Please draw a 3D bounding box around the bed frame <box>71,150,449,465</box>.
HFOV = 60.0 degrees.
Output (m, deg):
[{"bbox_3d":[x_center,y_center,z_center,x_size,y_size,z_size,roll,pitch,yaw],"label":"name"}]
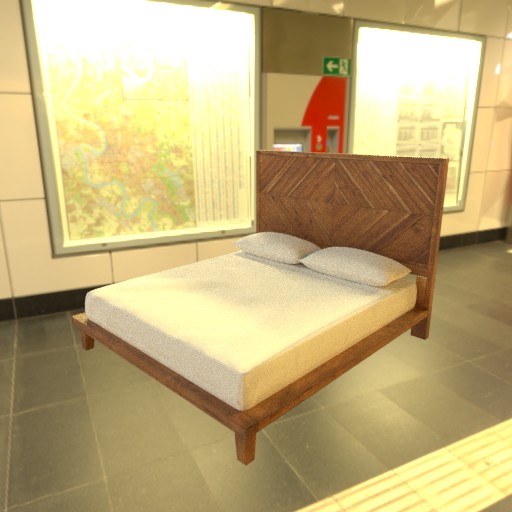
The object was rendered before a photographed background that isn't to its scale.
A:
[{"bbox_3d":[0.000,0.000,3.579,2.038,1.537,2.235,15,22,42],"label":"bed frame"}]
